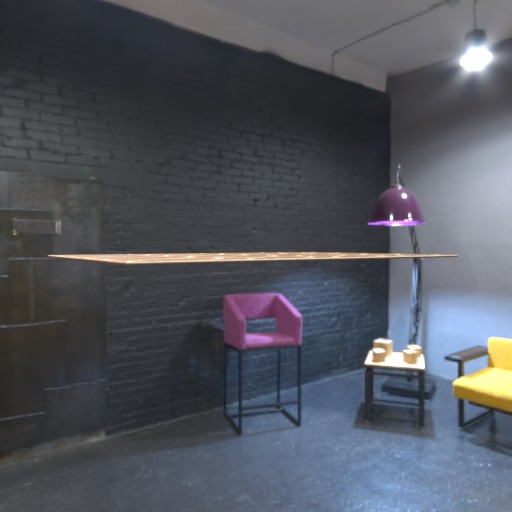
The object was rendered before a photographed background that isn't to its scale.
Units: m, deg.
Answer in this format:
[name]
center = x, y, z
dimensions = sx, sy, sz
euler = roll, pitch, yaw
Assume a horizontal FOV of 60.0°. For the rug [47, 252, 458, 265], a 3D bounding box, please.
[rug]
center = 0.000, 0.000, 2.959
dimensions = 2.294, 0.014, 1.528
euler = -1, 2, -36
